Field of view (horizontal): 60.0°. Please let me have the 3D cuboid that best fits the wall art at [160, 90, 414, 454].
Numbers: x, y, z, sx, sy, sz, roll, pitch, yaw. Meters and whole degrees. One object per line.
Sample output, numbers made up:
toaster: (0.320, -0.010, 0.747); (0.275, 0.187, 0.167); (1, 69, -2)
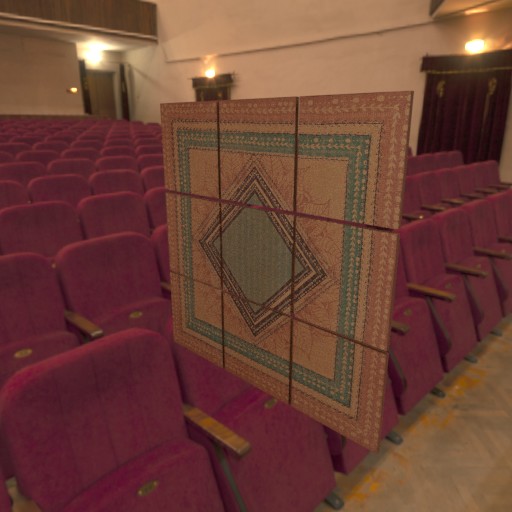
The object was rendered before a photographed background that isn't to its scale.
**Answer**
wall art: (0.000, 0.000, 1.365); (0.915, 0.914, 0.013); (16, 23, 42)
